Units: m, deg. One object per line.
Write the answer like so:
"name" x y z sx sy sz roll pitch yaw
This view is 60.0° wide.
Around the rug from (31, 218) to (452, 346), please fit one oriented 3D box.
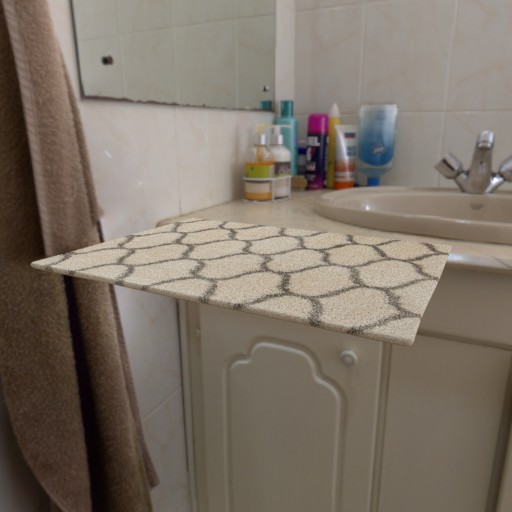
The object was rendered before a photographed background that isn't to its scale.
"rug" 0.000 0.000 2.079 1.600 0.025 1.200 8 18 27
